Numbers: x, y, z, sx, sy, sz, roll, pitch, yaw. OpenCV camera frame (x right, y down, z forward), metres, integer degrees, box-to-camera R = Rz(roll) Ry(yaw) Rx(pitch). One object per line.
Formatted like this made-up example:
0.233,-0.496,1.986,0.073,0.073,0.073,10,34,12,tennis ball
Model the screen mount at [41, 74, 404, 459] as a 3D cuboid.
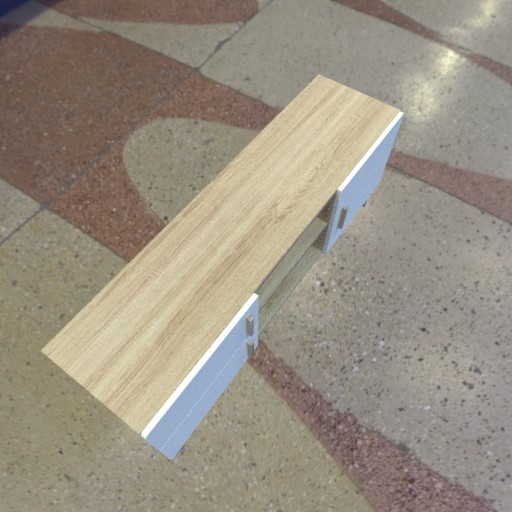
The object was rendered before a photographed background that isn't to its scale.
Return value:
0.000,0.000,1.746,0.420,0.570,1.500,32,64,18,screen mount
